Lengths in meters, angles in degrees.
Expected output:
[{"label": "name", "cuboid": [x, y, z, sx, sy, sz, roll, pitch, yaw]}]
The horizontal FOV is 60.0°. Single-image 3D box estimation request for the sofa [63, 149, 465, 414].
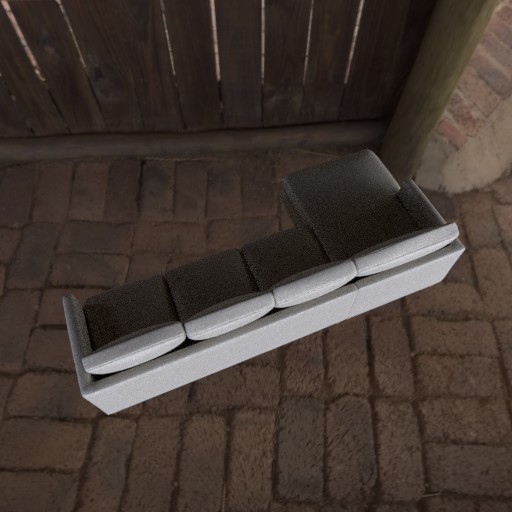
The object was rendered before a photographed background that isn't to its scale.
[{"label": "sofa", "cuboid": [0.000, 0.000, 3.899, 3.201, 0.876, 1.502, -19, 61, -11]}]
